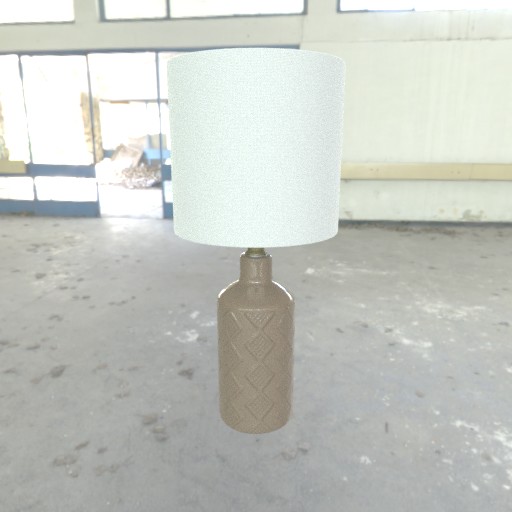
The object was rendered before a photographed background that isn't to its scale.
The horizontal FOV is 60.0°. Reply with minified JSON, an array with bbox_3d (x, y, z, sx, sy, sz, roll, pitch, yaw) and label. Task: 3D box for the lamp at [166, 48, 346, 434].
[{"bbox_3d":[0.000,0.000,0.577,0.207,0.461,0.207,2,15,8],"label":"lamp"}]
